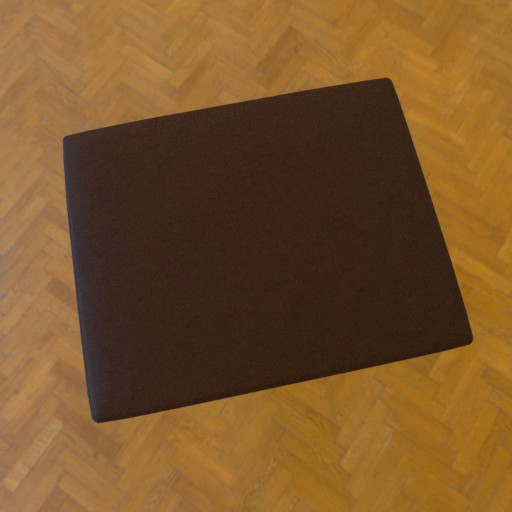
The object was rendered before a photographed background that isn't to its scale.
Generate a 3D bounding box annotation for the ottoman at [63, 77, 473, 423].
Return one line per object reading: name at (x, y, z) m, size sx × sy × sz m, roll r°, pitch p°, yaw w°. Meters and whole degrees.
ottoman at (0.000, 0.000, 1.724) m, size 1.187 × 0.730 × 0.967 m, roll -11°, pitch 76°, yaw -3°
